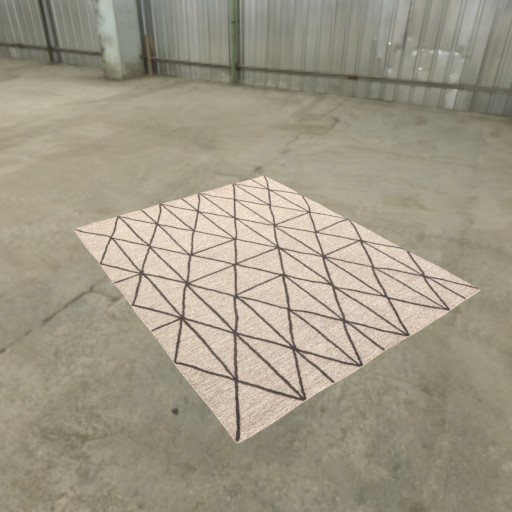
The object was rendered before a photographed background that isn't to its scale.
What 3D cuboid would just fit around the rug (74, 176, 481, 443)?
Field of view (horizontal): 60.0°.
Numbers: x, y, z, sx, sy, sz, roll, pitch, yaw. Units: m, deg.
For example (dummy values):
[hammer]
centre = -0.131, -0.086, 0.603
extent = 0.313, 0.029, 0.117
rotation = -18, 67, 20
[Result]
[rug]
centre = 0.000, 0.000, 4.128
extent = 2.468, 0.022, 3.061
rotation = -21, 38, -29
